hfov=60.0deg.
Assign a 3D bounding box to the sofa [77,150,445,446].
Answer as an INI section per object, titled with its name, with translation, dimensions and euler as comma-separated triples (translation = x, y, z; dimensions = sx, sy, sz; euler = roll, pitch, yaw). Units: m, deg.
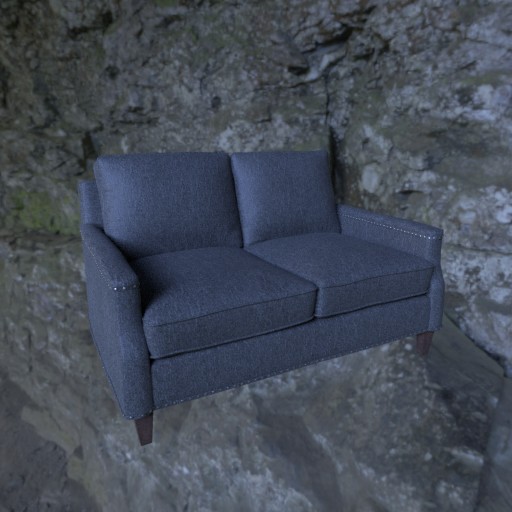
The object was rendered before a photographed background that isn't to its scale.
[sofa]
translation = 0.000, 0.000, 2.236
dimensions = 1.597, 1.003, 1.084
euler = -8, 18, -26
